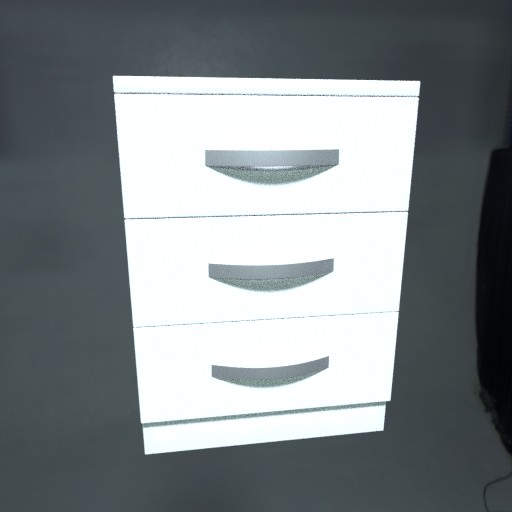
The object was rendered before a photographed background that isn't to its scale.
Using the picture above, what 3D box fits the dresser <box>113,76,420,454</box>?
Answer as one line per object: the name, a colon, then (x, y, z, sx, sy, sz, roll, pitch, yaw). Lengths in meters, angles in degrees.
dresser: (0.000, 0.000, 0.795, 0.400, 0.560, 0.360, -2, 16, -8)
